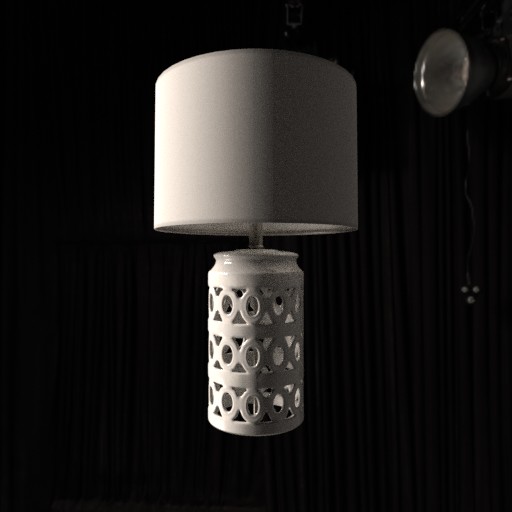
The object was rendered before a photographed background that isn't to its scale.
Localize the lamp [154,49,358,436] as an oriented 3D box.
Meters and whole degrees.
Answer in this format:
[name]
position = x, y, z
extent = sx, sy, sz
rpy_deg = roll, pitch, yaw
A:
[lamp]
position = 0.000, 0.000, 0.690
extent = 0.310, 0.502, 0.310
rpy_deg = 0, 0, 0
